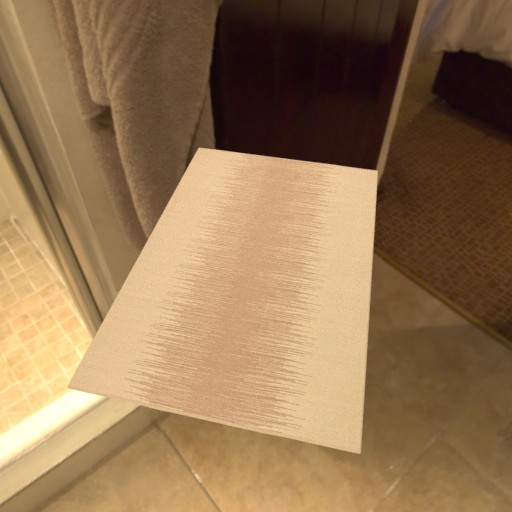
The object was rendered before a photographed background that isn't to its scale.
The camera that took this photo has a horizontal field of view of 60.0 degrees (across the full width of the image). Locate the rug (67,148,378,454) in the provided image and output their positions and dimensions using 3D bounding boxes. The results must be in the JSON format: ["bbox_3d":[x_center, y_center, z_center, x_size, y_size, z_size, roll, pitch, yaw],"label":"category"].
[{"bbox_3d":[0.000,0.000,2.398,1.234,0.006,1.850,9,48,9],"label":"rug"}]
